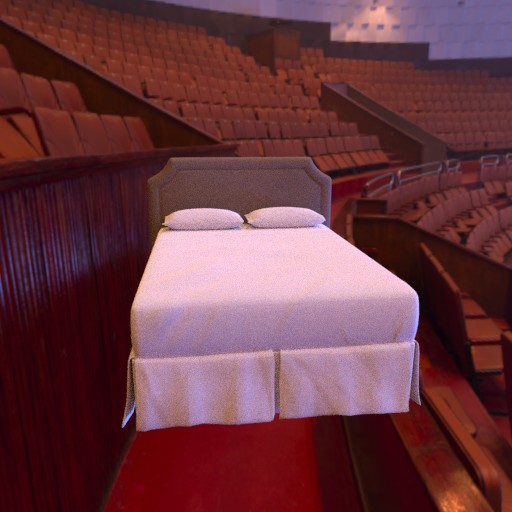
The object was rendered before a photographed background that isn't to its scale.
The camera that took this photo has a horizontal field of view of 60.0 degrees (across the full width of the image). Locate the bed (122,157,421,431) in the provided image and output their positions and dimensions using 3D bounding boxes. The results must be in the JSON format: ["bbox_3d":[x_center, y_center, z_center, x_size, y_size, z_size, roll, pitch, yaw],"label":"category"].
[{"bbox_3d":[0.000,0.000,3.189,1.693,1.290,2.116,-2,16,-7],"label":"bed"}]
